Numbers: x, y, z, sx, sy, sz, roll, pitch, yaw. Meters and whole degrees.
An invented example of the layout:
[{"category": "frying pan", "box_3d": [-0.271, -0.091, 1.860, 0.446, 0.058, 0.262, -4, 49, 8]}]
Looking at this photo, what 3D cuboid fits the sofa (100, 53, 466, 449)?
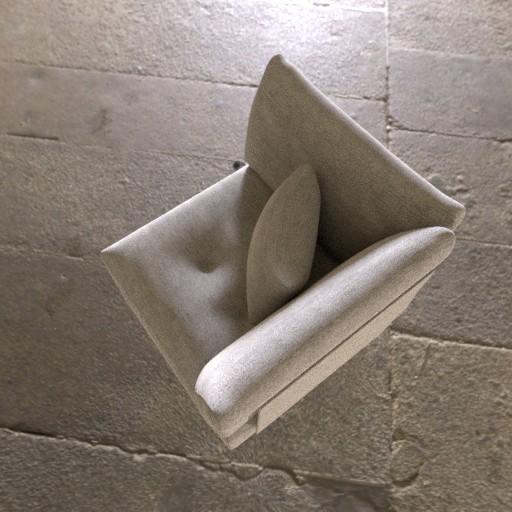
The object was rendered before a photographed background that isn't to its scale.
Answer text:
[{"category": "sofa", "box_3d": [0.000, 0.000, 1.730, 1.000, 0.820, 1.000, -34, 67, -17]}]
